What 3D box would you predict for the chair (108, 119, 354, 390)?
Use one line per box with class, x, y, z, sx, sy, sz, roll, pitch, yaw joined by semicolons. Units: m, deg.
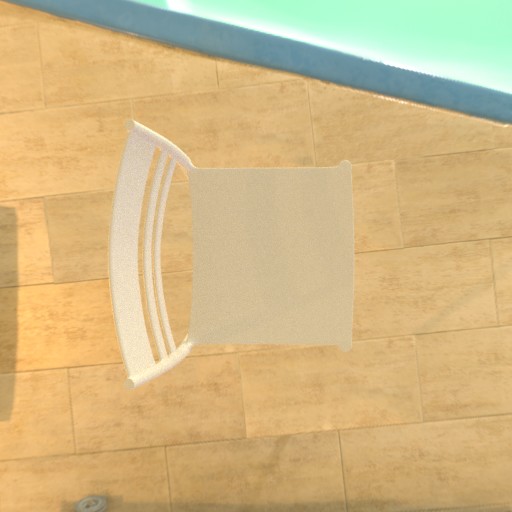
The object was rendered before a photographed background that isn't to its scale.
chair;0.000;0.000;1.161;0.511;0.800;0.531;0;90;1
